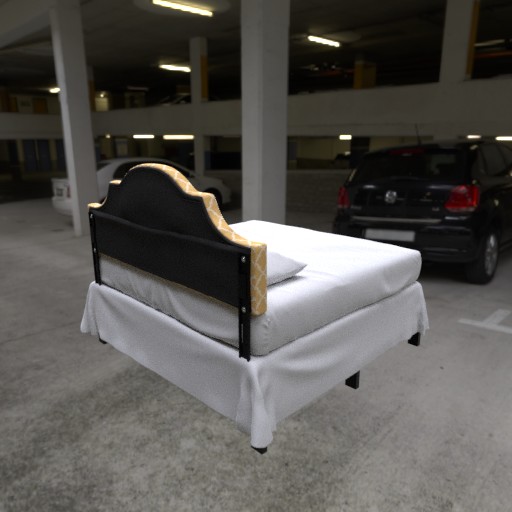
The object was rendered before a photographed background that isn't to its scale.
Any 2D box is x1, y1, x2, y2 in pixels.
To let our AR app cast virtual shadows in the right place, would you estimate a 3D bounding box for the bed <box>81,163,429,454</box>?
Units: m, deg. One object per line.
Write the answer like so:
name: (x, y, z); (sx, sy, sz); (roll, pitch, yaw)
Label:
bed: (0.000, 0.000, 3.719); (2.222, 1.601, 2.314); (-15, 21, -43)
